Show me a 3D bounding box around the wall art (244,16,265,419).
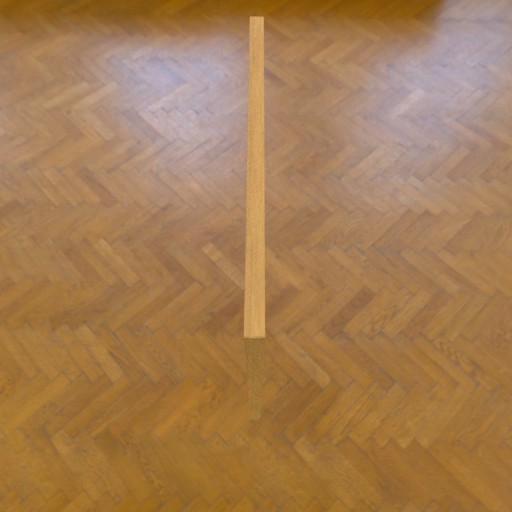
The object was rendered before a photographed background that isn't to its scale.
[{"bbox_3d":[0.000,0.000,0.760,0.020,0.561,0.460,0,63,0],"label":"wall art"}]
